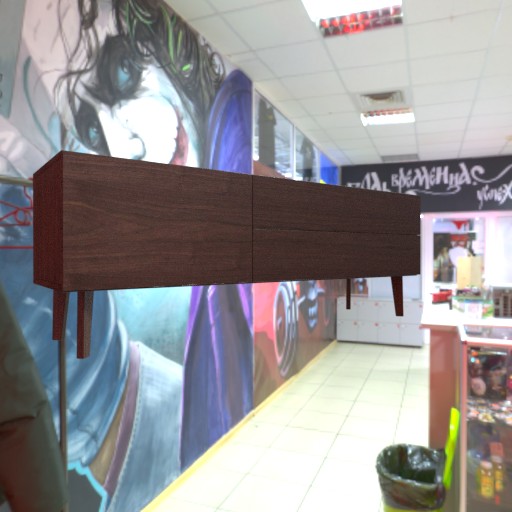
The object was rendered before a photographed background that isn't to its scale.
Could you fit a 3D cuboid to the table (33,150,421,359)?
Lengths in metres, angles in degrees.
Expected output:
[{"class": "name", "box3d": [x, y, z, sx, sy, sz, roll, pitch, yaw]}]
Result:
[{"class": "table", "box3d": [0.000, 0.000, 1.606, 1.397, 0.508, 0.405, 0, 0, -36]}]
